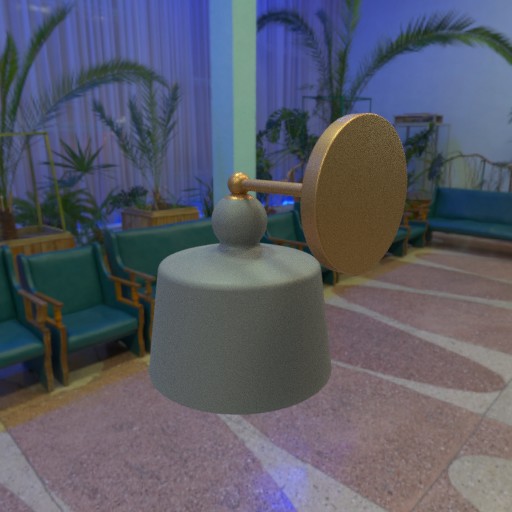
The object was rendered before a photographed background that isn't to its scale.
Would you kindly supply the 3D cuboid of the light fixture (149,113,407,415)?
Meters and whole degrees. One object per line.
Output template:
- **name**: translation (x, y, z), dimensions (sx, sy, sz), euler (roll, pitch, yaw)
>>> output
- **light fixture**: translation (0.000, 0.000, 0.454), dimensions (0.204, 0.268, 0.254), euler (-13, 19, -41)
